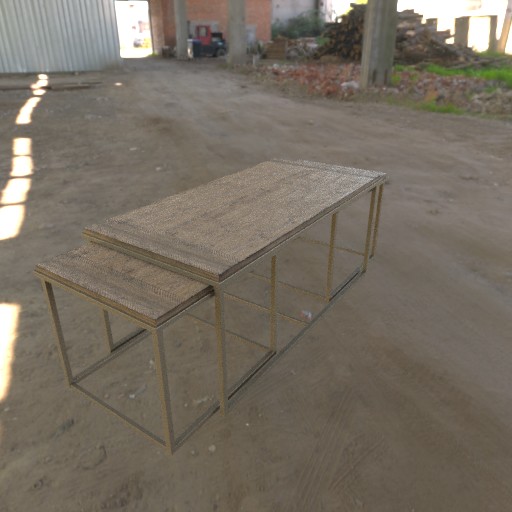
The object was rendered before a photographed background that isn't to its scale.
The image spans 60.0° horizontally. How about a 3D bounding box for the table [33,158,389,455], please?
[{"bbox_3d":[0.000,0.000,1.539,0.489,0.427,1.312,17,31,31],"label":"table"}]
